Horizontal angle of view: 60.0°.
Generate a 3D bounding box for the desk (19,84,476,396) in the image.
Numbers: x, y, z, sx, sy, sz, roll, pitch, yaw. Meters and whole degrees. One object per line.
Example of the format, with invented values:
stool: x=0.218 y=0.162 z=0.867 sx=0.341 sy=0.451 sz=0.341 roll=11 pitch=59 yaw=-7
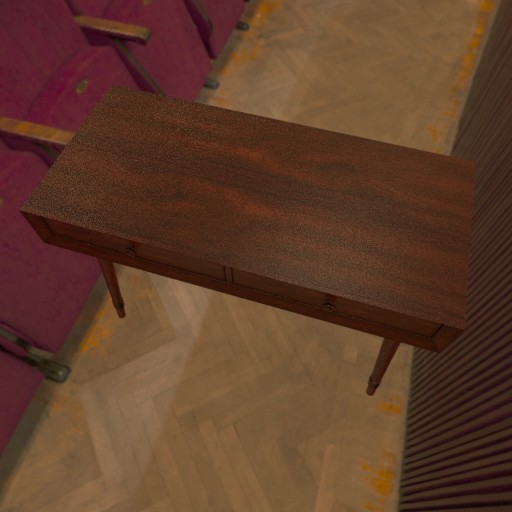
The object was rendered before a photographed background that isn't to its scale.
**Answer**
desk: x=0.000 y=0.000 z=2.112 sx=1.577 sy=1.031 sz=0.734 roll=15 pitch=60 yaw=9
